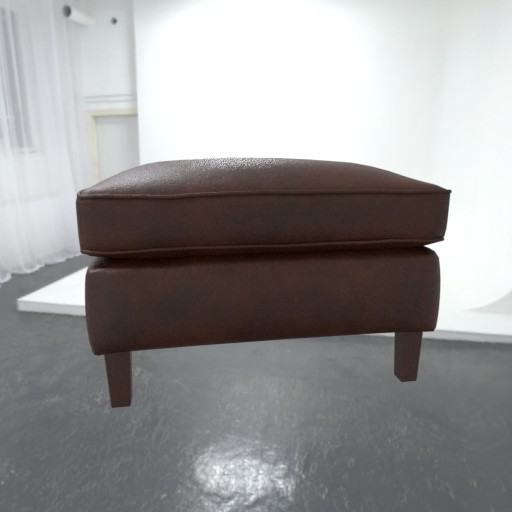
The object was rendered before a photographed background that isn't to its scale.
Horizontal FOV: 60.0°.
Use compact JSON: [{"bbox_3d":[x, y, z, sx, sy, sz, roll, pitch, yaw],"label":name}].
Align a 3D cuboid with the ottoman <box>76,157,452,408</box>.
[{"bbox_3d":[0.000,0.000,0.995,0.665,0.432,0.501,-2,14,-9],"label":"ottoman"}]
